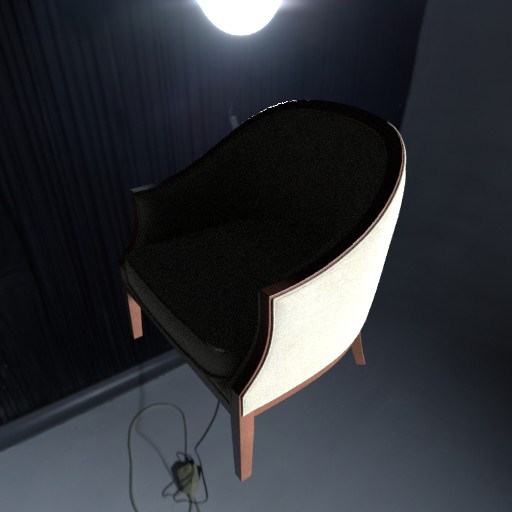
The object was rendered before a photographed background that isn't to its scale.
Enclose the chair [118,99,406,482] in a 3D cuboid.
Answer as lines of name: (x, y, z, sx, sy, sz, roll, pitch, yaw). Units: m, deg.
chair: (0.000, 0.000, 1.454, 0.735, 0.876, 0.803, -21, 36, -31)
